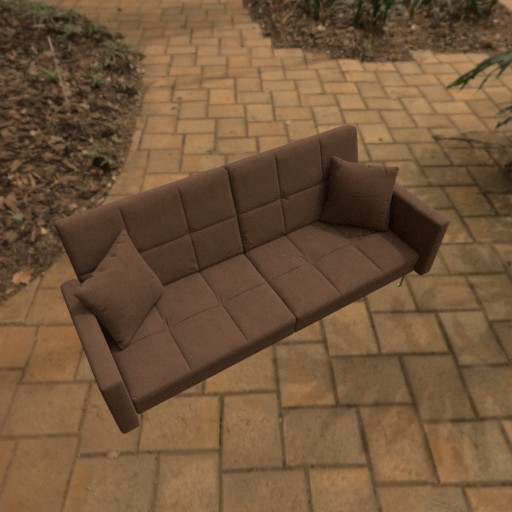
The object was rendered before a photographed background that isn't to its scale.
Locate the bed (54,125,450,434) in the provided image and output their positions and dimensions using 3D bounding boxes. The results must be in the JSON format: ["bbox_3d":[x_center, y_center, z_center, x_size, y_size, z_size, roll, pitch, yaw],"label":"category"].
[{"bbox_3d":[0.000,0.000,2.383,1.905,0.787,0.889,-23,50,-21],"label":"bed"}]
